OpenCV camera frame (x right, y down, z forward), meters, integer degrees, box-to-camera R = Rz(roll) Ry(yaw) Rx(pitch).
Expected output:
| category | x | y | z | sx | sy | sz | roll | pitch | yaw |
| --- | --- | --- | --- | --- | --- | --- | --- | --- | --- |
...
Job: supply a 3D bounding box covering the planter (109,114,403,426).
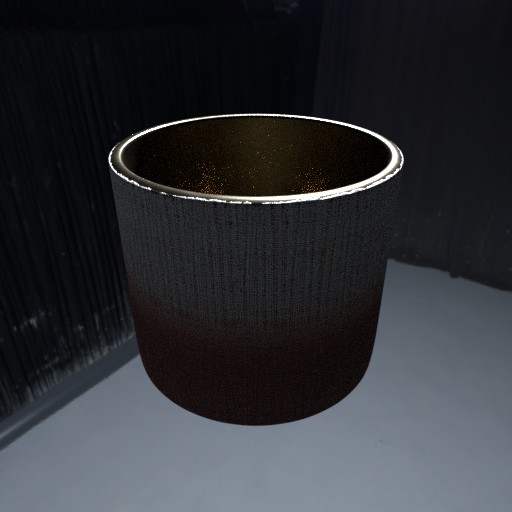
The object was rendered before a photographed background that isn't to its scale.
| category | x | y | z | sx | sy | sz | roll | pitch | yaw |
| --- | --- | --- | --- | --- | --- | --- | --- | --- | --- |
| planter | 0.000 | 0.000 | 0.311 | 0.178 | 0.157 | 0.178 | 0 | 30 | 0 |
